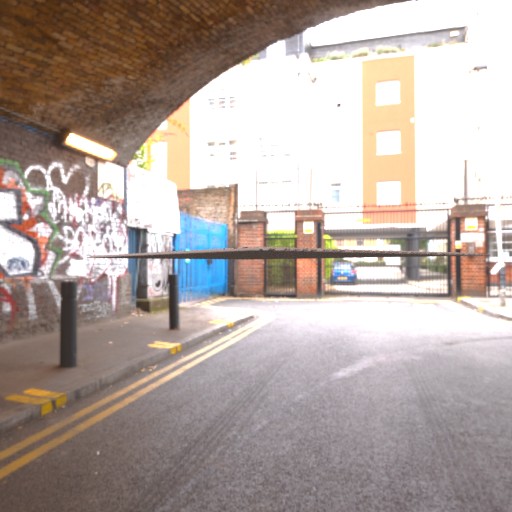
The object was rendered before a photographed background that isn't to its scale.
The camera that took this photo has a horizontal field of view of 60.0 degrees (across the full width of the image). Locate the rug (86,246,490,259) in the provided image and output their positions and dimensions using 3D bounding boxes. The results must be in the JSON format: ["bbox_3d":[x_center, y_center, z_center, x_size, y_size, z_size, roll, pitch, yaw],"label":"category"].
[{"bbox_3d":[0.000,0.000,2.318,1.230,0.014,1.847,1,-1,-36],"label":"rug"}]
